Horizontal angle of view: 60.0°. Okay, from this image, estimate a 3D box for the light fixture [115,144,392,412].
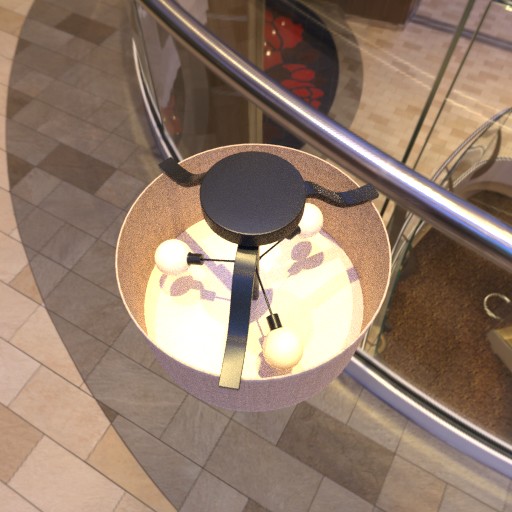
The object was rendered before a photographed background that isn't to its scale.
[{"bbox_3d":[0.000,0.000,0.651,0.390,0.306,0.390,0,59,0],"label":"light fixture"}]
